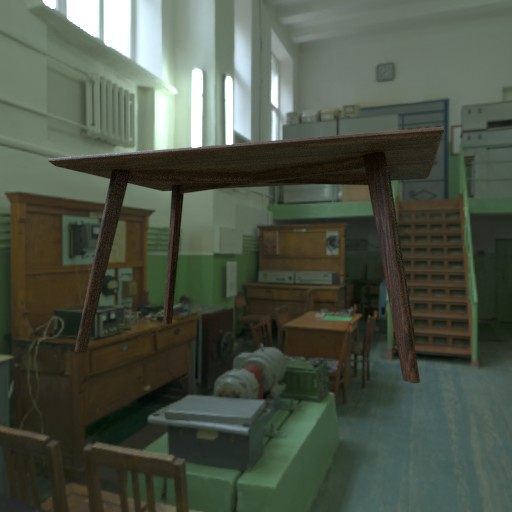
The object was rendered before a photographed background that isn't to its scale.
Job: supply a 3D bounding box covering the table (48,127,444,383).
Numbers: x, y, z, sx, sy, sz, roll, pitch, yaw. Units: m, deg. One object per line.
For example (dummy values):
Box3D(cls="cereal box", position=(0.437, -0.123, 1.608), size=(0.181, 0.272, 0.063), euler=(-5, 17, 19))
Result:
Box3D(cls="table", position=(0.000, 0.000, 1.804), size=(1.349, 0.724, 0.801), euler=(0, 1, 19))
